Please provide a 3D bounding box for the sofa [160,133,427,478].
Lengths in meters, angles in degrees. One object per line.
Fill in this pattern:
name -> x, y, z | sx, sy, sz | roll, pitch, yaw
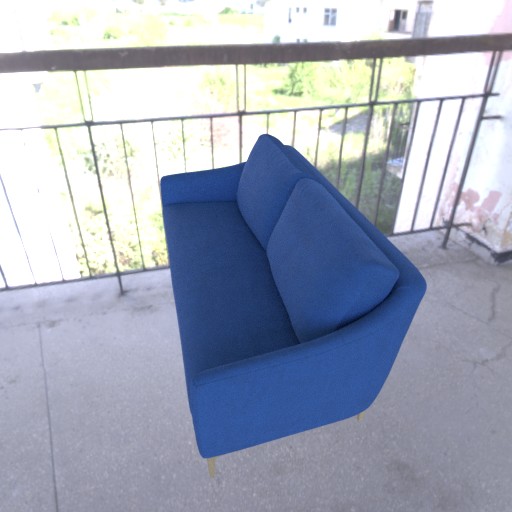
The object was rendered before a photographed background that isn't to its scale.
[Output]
sofa -> 0.000, 0.000, 2.498 | 0.960, 0.903, 2.036 | -7, 32, -12
